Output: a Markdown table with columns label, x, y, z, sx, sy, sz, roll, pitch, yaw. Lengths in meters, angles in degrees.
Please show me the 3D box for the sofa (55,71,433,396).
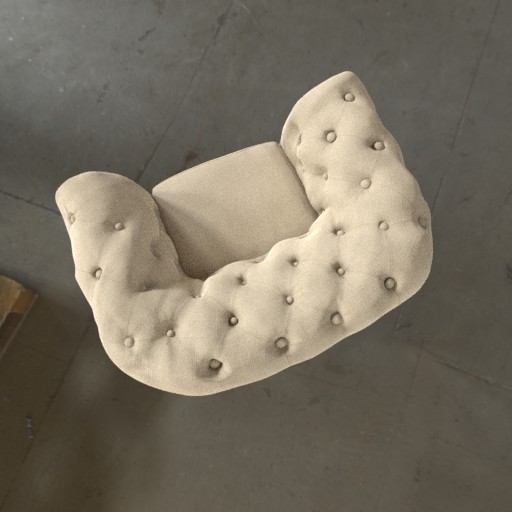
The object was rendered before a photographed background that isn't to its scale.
| label | x | y | z | sx | sy | sz | roll | pitch | yaw |
| --- | --- | --- | --- | --- | --- | --- | --- | --- | --- |
| sofa | 0.000 | 0.000 | 2.057 | 1.405 | 0.878 | 1.034 | -23 | 76 | -6 |
